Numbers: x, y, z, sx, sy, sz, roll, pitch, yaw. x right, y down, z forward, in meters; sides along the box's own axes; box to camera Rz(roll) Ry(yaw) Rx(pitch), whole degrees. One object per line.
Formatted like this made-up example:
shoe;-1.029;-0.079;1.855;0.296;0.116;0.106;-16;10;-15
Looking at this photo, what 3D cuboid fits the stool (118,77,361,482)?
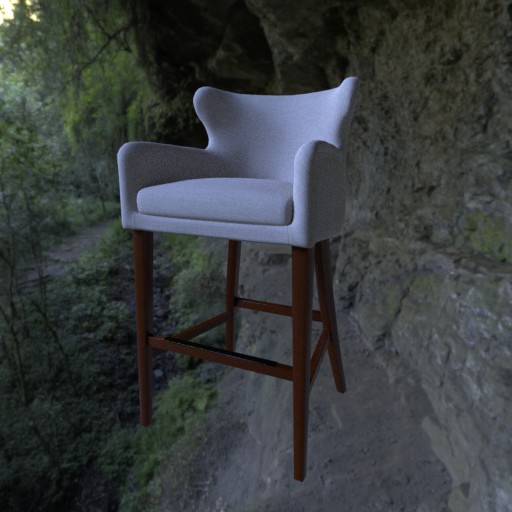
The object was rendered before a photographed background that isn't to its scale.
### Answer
stool;0.000;0.000;1.358;0.556;1.034;0.563;7;15;26
